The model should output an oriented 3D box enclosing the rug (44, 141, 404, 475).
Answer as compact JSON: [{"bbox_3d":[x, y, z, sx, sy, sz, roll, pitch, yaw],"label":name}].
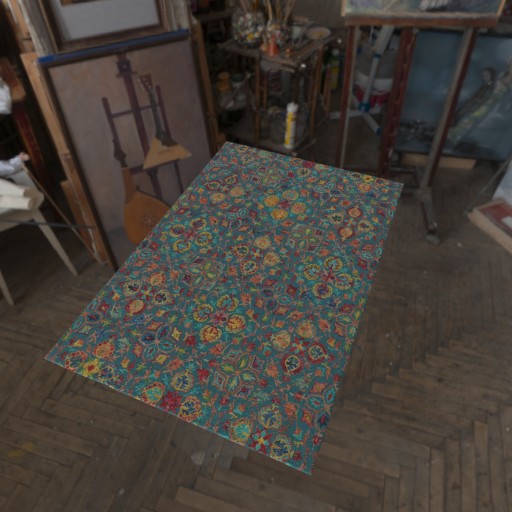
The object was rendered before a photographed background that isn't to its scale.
[{"bbox_3d":[0.000,0.000,2.333,1.216,0.014,1.836,17,49,15],"label":"rug"}]
